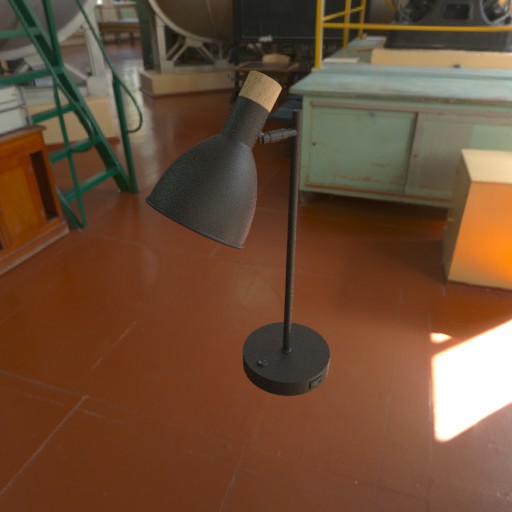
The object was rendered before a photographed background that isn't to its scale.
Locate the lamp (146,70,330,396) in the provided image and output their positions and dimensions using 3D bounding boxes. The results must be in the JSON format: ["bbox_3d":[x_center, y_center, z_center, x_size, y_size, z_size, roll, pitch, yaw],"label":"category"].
[{"bbox_3d":[0.000,0.000,0.620,0.287,0.483,0.152,-21,36,-31],"label":"lamp"}]
